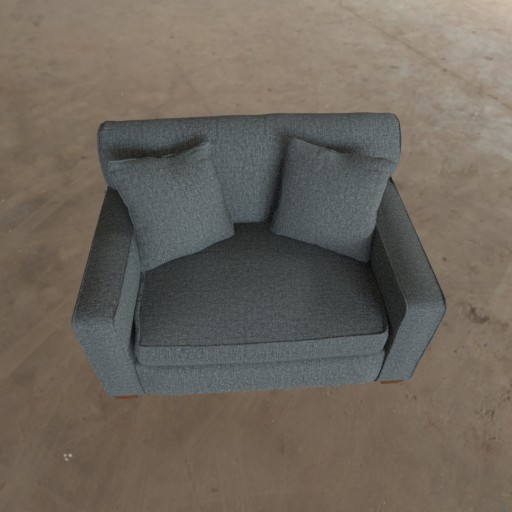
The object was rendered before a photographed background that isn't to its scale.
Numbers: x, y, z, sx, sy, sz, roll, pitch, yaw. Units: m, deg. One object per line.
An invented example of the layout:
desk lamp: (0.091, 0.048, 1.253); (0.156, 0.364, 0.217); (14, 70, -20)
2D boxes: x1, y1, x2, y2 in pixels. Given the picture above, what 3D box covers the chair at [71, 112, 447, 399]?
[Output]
chair: (0.000, 0.000, 2.025); (1.383, 0.948, 1.000); (-3, 47, -2)
